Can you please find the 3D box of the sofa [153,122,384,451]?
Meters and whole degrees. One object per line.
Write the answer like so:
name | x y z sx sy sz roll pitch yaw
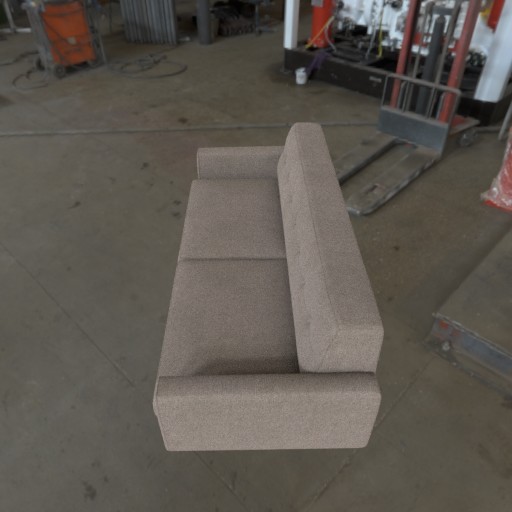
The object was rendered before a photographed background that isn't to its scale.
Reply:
sofa | 0.000 0.000 2.504 0.909 0.841 2.029 -1 40 -1
